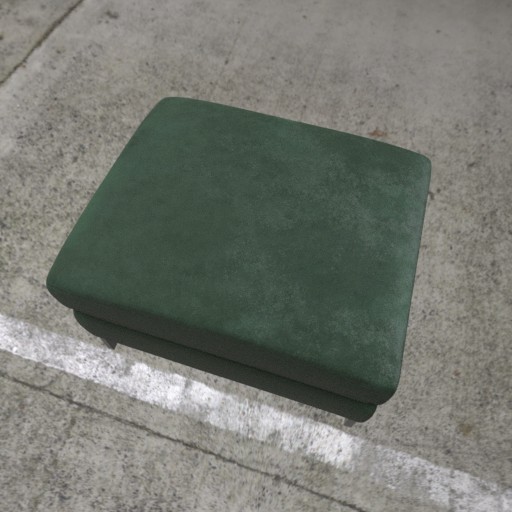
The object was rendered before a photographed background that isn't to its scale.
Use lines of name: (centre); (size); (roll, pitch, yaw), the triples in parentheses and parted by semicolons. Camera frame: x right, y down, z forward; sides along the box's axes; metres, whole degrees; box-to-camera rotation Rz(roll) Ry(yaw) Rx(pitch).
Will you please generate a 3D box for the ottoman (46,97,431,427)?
ottoman: (0.000, 0.000, 1.308); (0.839, 0.538, 0.701); (15, 60, 9)
